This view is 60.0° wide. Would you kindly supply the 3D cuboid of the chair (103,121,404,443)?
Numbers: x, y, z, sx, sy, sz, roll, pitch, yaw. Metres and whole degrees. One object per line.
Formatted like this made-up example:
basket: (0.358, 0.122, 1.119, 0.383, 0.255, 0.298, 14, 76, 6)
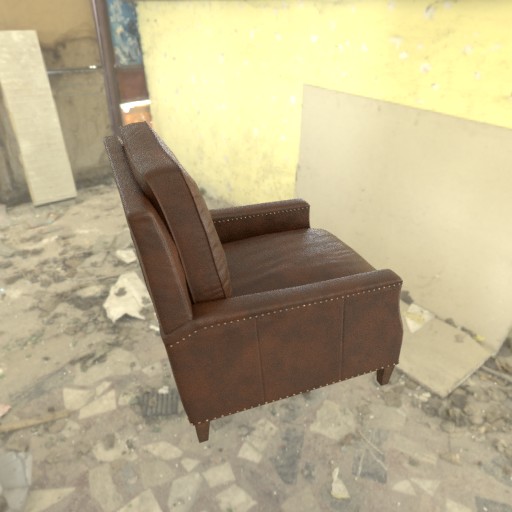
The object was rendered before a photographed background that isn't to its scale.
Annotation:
chair: (0.000, 0.000, 1.864, 1.035, 1.054, 0.854, -11, 31, -18)
